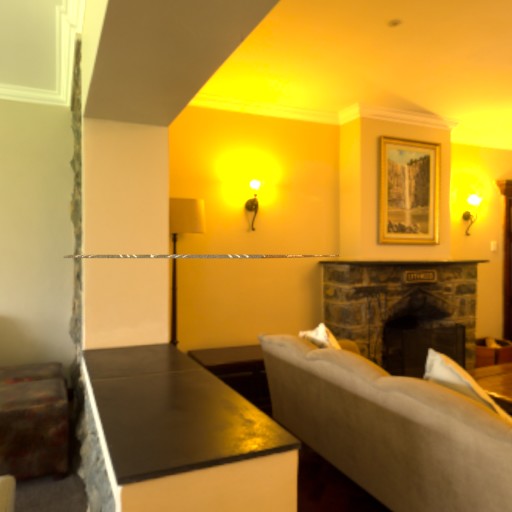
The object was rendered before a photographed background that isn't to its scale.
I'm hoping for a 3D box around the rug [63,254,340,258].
[{"bbox_3d":[0.000,0.000,2.709,0.773,0.012,2.464,0,0,16],"label":"rug"}]
